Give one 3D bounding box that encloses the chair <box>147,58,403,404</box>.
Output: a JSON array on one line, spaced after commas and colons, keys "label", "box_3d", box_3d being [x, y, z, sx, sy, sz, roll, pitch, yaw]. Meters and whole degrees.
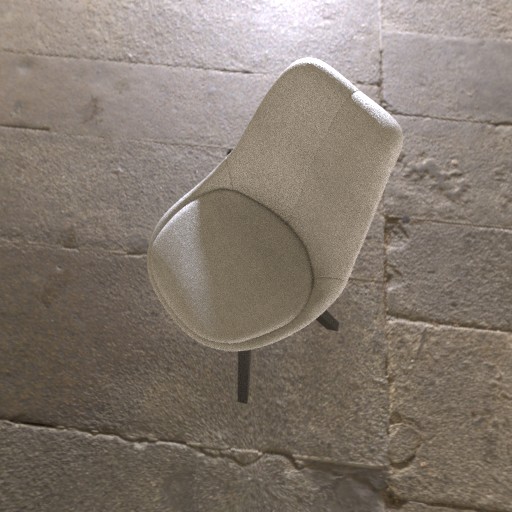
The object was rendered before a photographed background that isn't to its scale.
[{"label": "chair", "box_3d": [0.000, 0.000, 1.188, 0.550, 0.850, 0.485, -35, 69, -16]}]
